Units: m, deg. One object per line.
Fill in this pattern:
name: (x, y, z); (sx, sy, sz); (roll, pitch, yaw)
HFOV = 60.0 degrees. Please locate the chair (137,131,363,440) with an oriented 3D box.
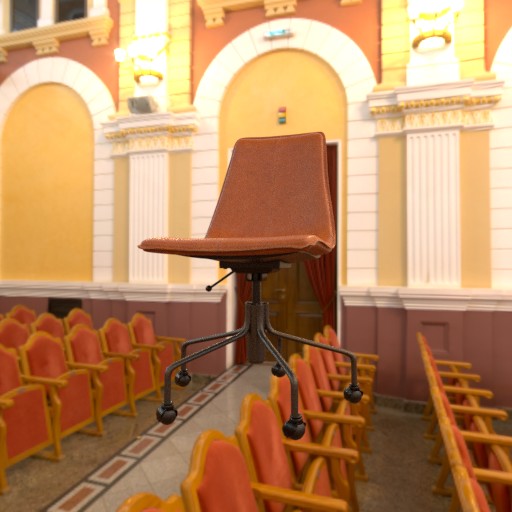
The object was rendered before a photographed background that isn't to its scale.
chair: (0.000, 0.000, 1.407); (0.651, 0.920, 0.660); (0, 0, 18)
